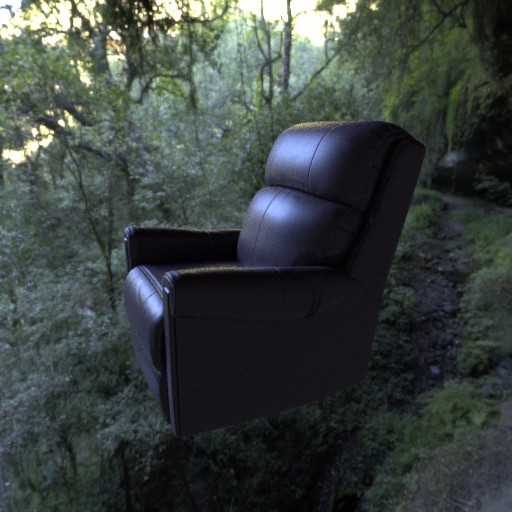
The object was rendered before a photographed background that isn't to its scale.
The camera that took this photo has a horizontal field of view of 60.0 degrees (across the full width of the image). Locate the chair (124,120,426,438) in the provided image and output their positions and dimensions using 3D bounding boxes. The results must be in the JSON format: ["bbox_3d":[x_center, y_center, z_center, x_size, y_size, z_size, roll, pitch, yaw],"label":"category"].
[{"bbox_3d":[0.000,0.000,1.805,1.014,1.054,0.838,-7,17,-24],"label":"chair"}]
